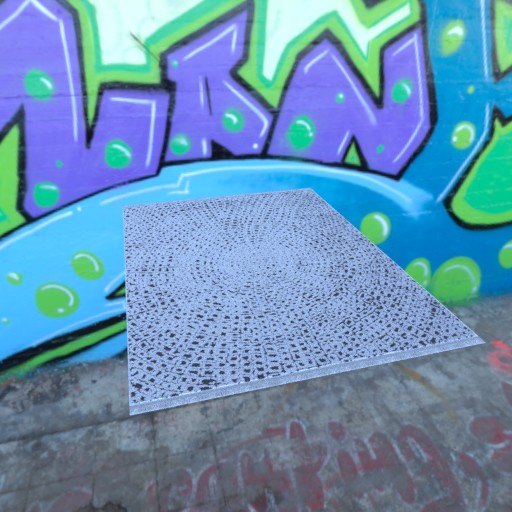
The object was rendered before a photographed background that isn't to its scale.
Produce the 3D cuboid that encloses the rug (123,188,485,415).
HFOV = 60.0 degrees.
[{"bbox_3d":[0.000,0.000,2.083,1.190,0.003,1.634,-7,29,-14],"label":"rug"}]
